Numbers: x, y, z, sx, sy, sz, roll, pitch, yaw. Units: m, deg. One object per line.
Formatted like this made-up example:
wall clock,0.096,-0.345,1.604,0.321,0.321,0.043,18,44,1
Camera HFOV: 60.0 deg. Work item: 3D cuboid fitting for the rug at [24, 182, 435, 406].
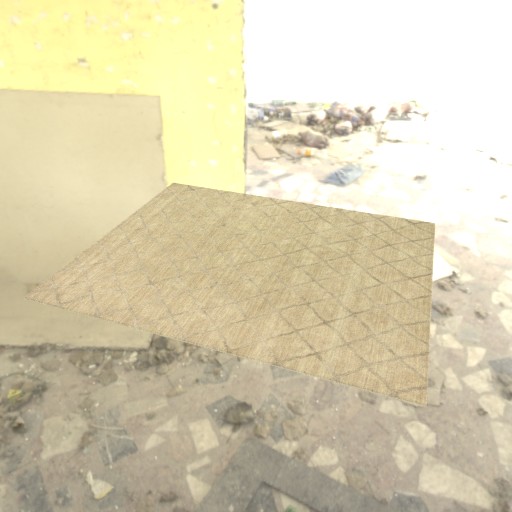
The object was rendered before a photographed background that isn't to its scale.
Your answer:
rug,0.000,0.000,4.032,3.038,0.019,2.420,11,34,17
